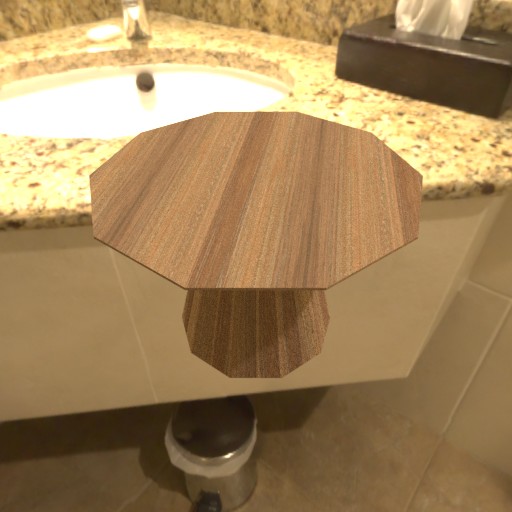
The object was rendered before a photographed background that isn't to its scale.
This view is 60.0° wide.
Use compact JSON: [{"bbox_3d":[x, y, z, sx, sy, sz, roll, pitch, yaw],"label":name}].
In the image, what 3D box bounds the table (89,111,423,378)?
[{"bbox_3d":[0.000,0.000,1.819,1.186,0.752,1.186,0,41,0],"label":"table"}]
